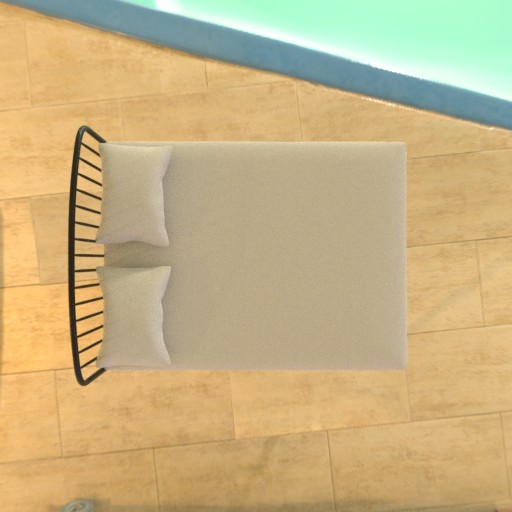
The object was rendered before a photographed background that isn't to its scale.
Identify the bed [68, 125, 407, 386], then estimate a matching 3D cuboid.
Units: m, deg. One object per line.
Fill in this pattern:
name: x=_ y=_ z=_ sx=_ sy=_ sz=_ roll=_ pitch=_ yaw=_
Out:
bed: x=0.000 y=0.000 z=3.104 sx=2.159 sy=1.166 sz=1.618 roll=0 pitch=89 yaw=0
